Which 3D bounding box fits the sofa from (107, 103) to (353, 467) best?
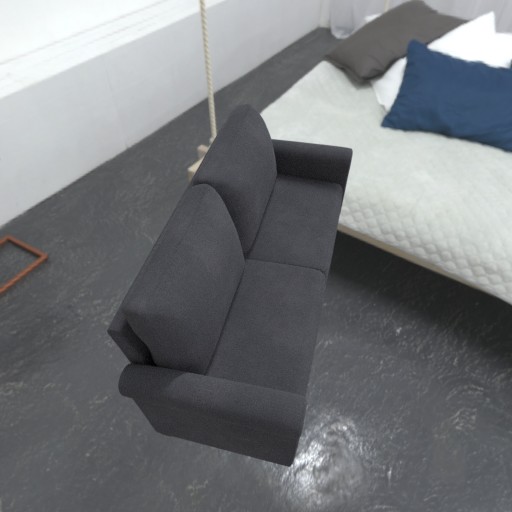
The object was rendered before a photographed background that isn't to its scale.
[{"bbox_3d":[0.000,0.000,2.467,0.842,0.942,1.935,11,48,10],"label":"sofa"}]
